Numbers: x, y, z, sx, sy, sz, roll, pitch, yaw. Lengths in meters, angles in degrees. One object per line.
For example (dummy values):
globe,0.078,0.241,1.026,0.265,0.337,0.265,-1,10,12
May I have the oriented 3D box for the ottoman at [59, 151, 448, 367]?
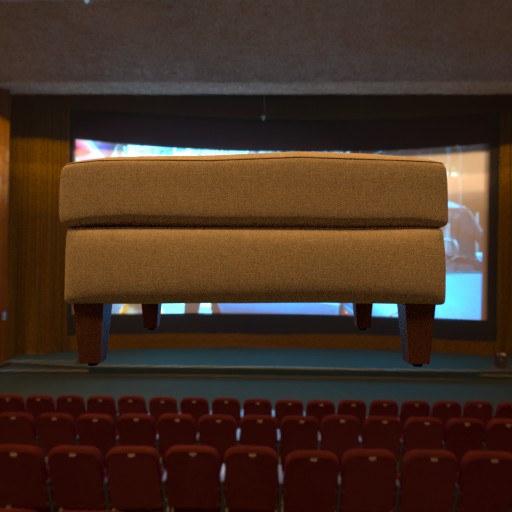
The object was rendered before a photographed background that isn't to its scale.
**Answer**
ottoman,0.000,0.000,1.312,0.898,0.519,0.677,0,-1,1
